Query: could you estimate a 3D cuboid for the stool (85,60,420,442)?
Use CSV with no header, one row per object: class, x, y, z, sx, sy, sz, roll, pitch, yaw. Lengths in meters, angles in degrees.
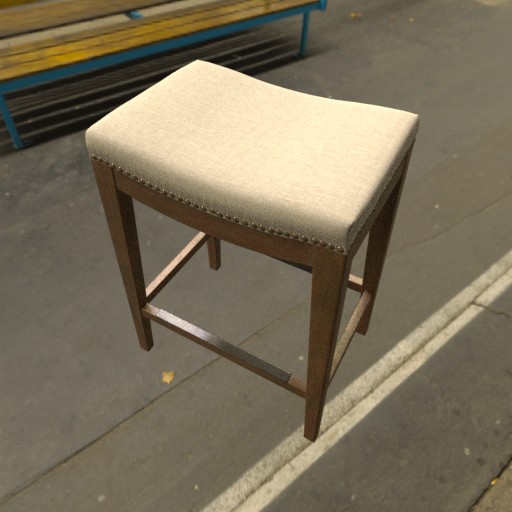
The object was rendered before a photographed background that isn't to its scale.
stool,0.000,0.000,0.969,0.508,0.660,0.356,22,50,20
